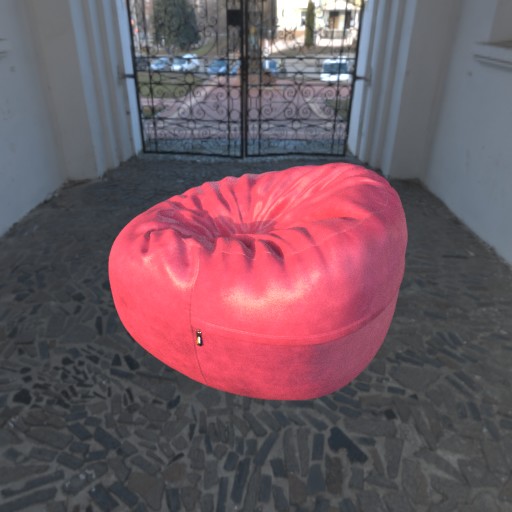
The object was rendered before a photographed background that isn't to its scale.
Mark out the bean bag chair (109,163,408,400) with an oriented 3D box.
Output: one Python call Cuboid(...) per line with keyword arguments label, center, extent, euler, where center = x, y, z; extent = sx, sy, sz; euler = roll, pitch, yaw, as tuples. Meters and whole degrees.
Cuboid(label="bean bag chair", center=(0.000, 0.000, 2.401), extent=(1.524, 0.878, 1.524), euler=(8, 30, 14))
